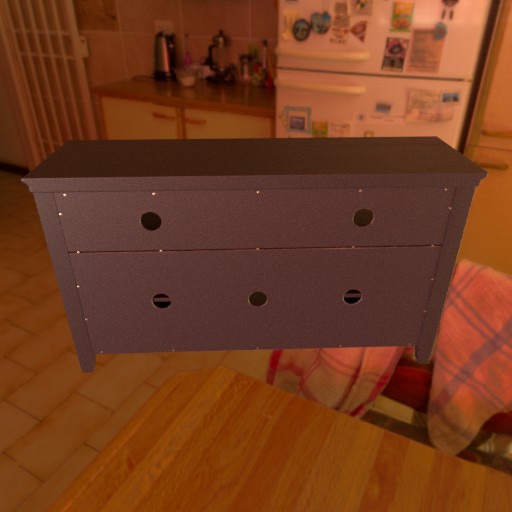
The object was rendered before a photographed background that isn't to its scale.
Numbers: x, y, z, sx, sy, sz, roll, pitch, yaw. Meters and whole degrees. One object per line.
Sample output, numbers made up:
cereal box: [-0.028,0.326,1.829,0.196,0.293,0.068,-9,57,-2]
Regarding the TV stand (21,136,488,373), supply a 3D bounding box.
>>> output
TV stand: [0.000,0.000,1.454,1.198,0.681,0.347,-1,30,-2]
